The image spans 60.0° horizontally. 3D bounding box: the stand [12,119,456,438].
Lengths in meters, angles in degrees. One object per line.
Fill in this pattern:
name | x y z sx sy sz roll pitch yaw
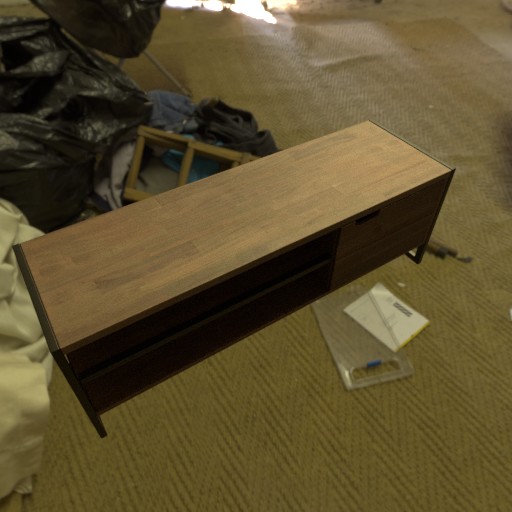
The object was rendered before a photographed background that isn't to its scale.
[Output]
stand | 0.000 0.000 1.677 1.480 0.506 0.454 -24 50 -22
